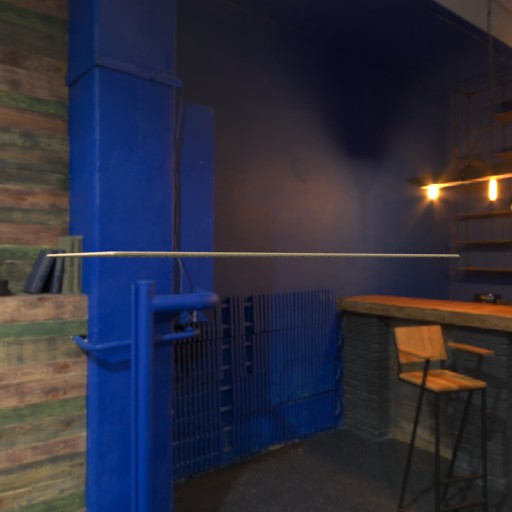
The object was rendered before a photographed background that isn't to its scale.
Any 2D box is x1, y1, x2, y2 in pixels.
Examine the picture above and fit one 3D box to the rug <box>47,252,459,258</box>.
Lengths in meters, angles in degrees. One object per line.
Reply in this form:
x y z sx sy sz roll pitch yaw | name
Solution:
0.000 0.000 2.110 1.667 0.013 1.062 0 0 -34 | rug
